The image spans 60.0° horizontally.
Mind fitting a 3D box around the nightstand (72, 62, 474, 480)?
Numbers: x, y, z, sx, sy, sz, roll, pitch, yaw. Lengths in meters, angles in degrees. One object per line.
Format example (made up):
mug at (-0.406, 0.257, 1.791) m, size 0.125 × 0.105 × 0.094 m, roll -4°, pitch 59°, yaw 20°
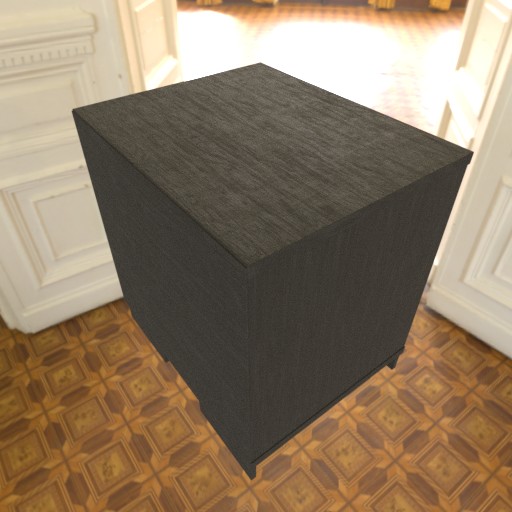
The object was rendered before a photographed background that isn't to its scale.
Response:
nightstand at (0.000, 0.000, 0.736) m, size 0.347 × 0.448 × 0.427 m, roll -26°, pitch 47°, yaw -27°
